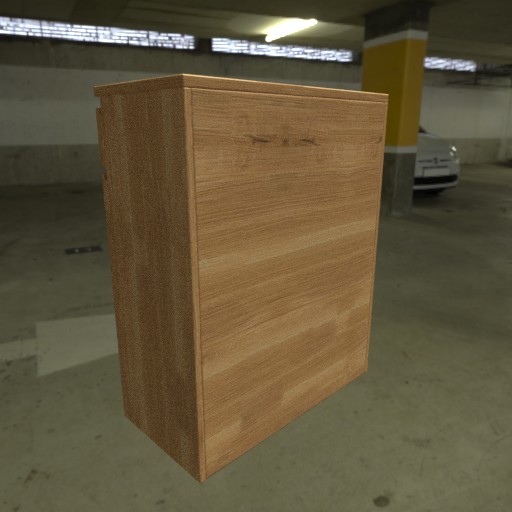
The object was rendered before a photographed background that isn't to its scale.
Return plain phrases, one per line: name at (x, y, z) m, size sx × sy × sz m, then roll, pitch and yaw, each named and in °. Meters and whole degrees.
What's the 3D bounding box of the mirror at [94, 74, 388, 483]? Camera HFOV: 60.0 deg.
mirror at (0.000, 0.000, 1.429) m, size 0.800 × 1.000 × 0.400 m, roll -15°, pitch 22°, yaw -42°
